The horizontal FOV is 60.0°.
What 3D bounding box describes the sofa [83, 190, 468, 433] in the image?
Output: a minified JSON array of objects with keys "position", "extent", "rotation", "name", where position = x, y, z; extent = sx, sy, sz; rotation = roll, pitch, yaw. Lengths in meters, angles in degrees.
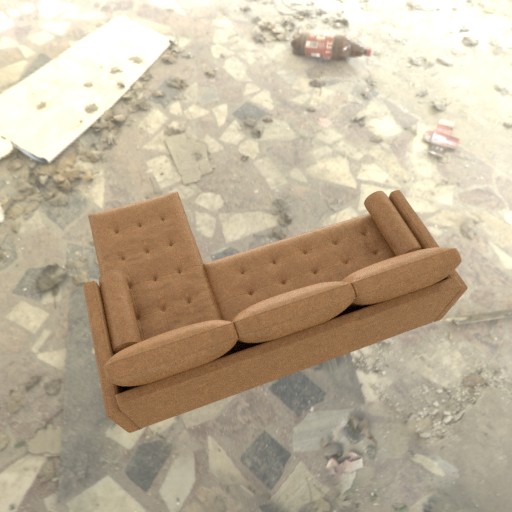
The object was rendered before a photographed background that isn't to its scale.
[{"position":[0.000,0.000,2.963],"extent":[2.178,0.876,1.506],"rotation":[-17,59,-11],"name":"sofa"}]
